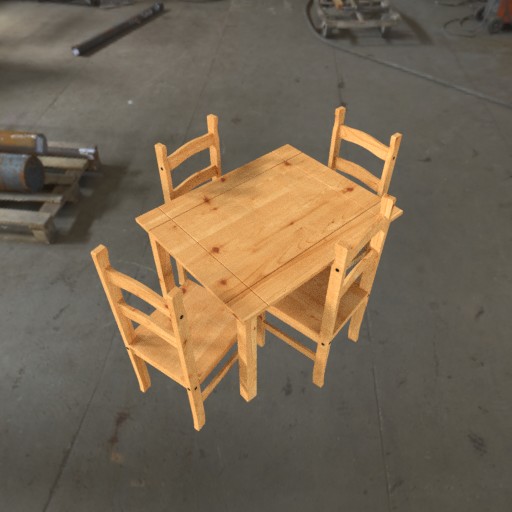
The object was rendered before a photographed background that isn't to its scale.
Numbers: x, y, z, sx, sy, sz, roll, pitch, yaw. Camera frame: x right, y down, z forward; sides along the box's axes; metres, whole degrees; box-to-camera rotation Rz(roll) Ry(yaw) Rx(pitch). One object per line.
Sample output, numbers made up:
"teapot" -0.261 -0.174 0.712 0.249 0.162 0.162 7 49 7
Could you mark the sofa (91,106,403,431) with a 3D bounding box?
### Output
"sofa" 0.000 0.000 2.272 1.529 1.000 1.144 -32 53 -27
